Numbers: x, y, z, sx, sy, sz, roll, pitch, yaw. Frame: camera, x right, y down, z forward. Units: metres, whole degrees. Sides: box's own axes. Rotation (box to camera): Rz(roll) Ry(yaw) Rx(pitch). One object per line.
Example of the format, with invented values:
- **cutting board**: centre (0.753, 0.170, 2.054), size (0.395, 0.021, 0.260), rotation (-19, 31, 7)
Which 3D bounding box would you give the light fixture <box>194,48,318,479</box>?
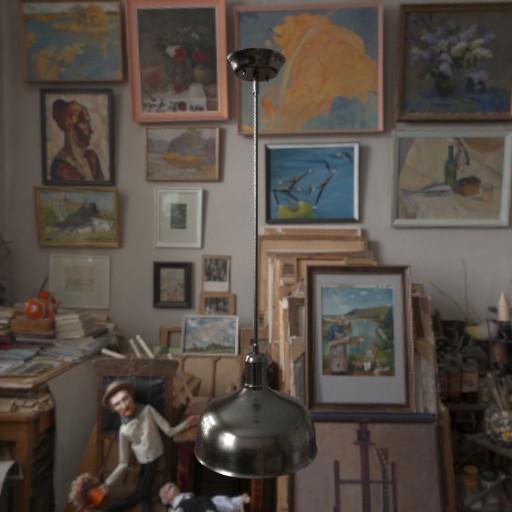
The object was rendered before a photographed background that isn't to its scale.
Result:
- **light fixture**: centre (0.000, 0.000, 1.074), size (0.299, 0.935, 0.299), rotation (-1, 2, -37)
